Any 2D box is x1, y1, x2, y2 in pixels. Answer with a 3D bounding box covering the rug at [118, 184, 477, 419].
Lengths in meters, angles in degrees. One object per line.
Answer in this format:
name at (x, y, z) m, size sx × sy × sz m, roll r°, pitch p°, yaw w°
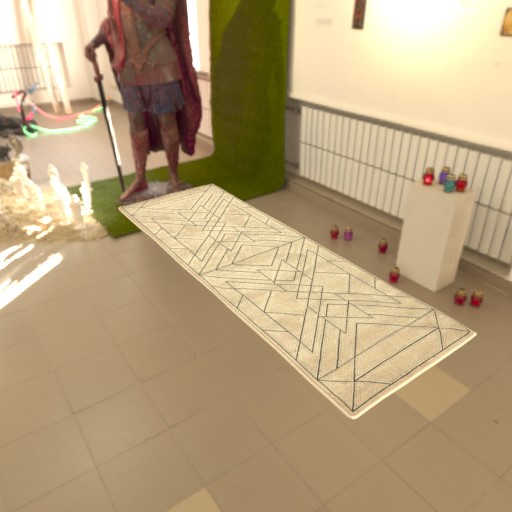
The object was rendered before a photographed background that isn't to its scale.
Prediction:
rug at (0.000, 0.000, 2.689) m, size 0.831 × 0.036 × 2.381 m, roll -20°, pitch 36°, yaw -30°
